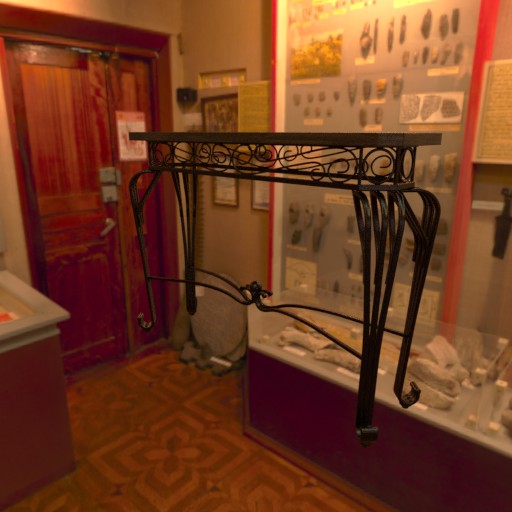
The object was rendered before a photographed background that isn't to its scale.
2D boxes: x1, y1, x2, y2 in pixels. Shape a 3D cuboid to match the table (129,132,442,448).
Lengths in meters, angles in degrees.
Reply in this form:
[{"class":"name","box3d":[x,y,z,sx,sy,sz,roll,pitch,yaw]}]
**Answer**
[{"class":"table","box3d":[0.000,0.000,1.488,1.112,0.800,0.329,14,21,41]}]
